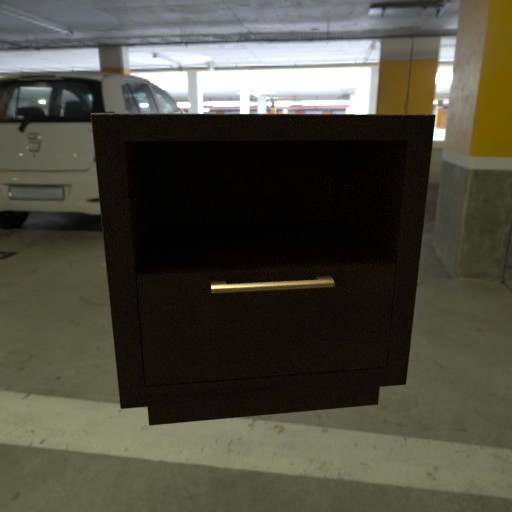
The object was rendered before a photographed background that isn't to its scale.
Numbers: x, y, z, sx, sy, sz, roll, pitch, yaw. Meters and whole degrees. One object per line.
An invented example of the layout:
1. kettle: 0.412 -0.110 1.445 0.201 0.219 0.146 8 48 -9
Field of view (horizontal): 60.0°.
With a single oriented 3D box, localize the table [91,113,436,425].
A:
1. table: 0.000 0.000 0.969 0.560 0.585 0.439 -2 17 -8
